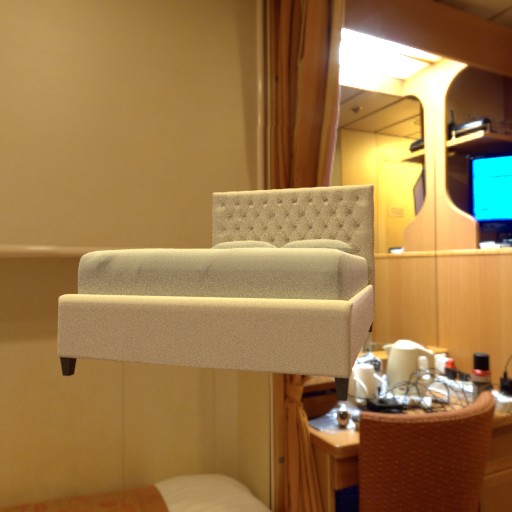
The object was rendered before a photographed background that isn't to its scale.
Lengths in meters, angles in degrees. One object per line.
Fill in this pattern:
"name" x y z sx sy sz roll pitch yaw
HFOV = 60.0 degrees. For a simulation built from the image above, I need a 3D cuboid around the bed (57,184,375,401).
"bed" 0.000 0.000 3.451 1.698 1.427 2.387 0 -1 17
